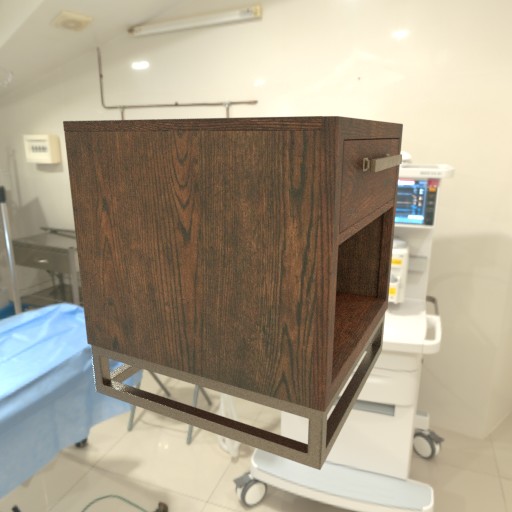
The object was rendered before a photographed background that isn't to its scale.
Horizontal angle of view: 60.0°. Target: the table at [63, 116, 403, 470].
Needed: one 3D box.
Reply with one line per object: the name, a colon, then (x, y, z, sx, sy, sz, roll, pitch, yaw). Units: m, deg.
table: (0.000, 0.000, 1.009, 0.566, 0.582, 0.506, 8, 17, 26)
